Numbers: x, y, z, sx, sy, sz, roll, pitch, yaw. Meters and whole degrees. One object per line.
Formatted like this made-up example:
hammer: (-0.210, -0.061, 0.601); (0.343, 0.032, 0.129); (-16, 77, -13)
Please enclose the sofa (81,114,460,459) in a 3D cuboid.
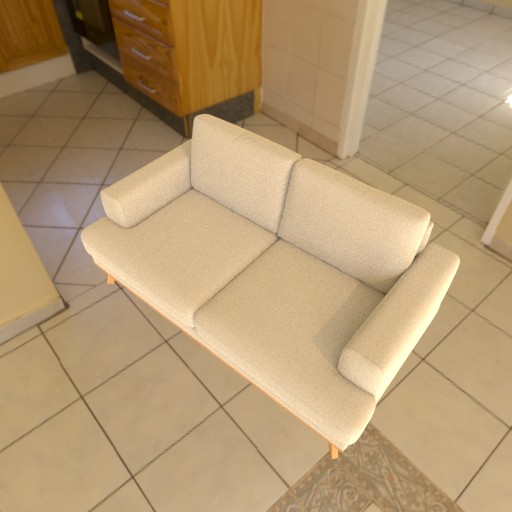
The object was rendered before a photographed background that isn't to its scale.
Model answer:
sofa: (0.000, 0.000, 2.147); (1.651, 0.810, 0.915); (31, 54, 26)
